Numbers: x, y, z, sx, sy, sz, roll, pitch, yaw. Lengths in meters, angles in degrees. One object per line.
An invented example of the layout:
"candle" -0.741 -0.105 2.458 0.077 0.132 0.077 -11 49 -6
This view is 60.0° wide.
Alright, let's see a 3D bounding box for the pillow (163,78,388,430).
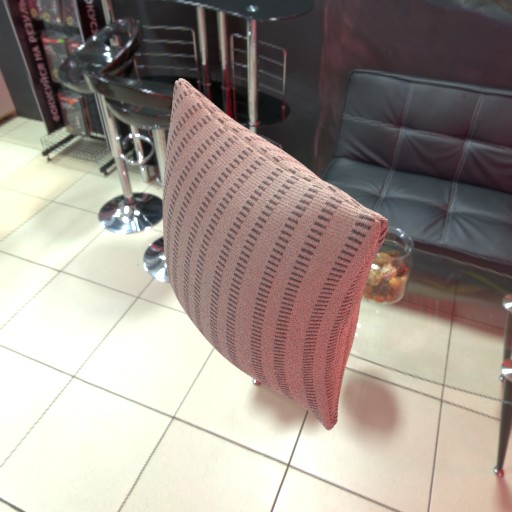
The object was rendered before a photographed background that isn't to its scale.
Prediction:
"pillow" 0.000 0.000 0.692 0.247 0.419 0.438 -25 48 -25
